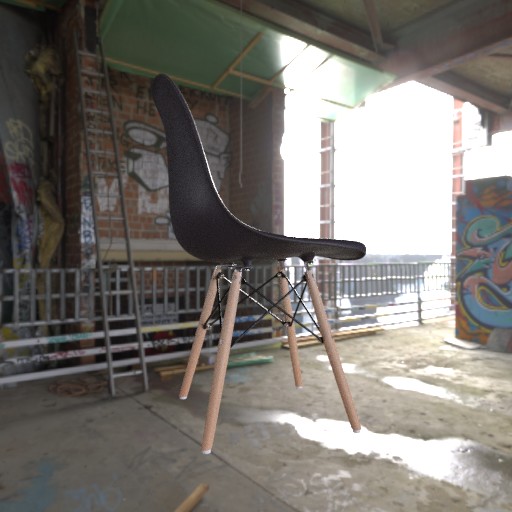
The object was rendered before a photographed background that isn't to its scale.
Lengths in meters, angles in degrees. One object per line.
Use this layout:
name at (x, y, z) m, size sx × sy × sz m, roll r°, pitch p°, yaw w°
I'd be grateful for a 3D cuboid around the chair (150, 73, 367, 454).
chair at (0.000, 0.000, 1.152) m, size 0.533 × 0.825 × 0.470 m, roll 0°, pitch 0°, yaw -17°
